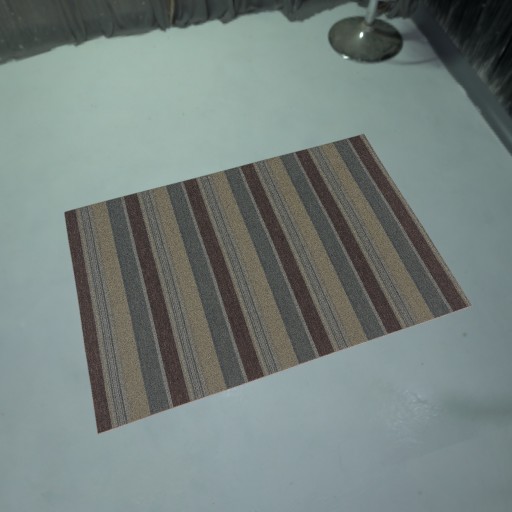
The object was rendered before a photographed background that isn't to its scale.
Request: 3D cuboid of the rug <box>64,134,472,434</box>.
[{"bbox_3d":[0.000,0.000,2.309,1.829,0.008,1.219,-16,61,-9],"label":"rug"}]
